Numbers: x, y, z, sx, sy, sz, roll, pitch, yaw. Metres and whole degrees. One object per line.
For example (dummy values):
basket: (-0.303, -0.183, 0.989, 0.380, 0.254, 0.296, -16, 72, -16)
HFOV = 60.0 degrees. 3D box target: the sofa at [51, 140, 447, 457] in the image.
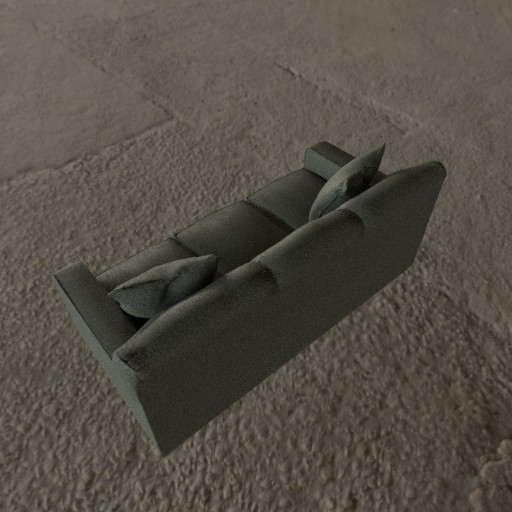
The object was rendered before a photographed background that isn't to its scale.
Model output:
sofa: (0.000, 0.000, 2.585, 2.024, 0.958, 0.997, -31, 53, -27)
